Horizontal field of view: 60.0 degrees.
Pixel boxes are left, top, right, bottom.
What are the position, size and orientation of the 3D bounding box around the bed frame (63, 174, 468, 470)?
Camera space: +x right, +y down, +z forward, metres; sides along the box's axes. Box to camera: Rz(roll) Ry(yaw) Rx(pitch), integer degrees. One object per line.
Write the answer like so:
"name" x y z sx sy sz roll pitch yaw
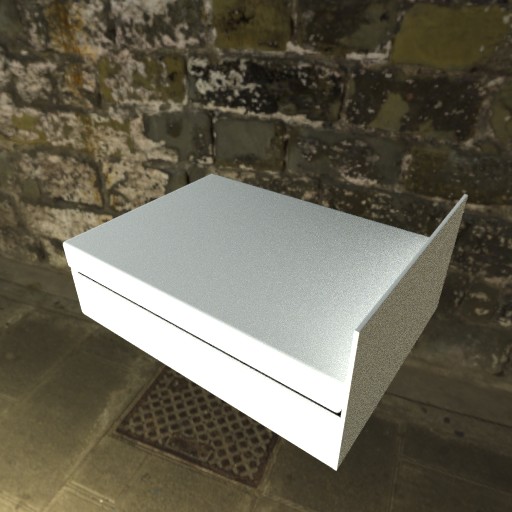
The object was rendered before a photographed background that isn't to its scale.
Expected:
"bed frame" 0.000 0.000 2.677 1.900 0.800 1.400 21 38 30
